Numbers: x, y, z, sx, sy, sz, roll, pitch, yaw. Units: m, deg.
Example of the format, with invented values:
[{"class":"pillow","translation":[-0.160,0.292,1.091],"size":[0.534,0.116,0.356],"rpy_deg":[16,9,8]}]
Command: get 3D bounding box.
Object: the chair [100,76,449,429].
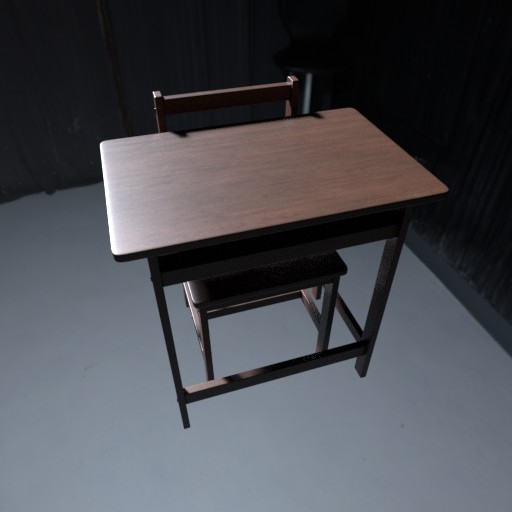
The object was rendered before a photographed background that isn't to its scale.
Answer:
[{"class":"chair","translation":[0.000,0.000,1.076],"size":[0.599,0.673,0.463],"rpy_deg":[-12,43,-13]}]
